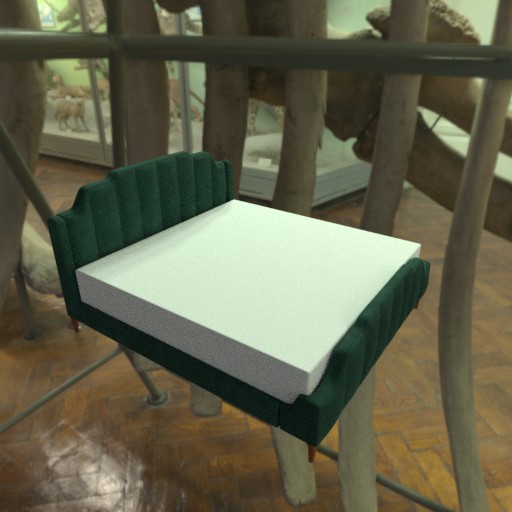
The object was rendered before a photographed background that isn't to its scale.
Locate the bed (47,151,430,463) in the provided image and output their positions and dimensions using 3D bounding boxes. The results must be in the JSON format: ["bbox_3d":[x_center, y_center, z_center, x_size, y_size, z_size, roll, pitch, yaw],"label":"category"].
[{"bbox_3d":[0.000,0.000,3.597,2.340,1.245,2.074,17,31,31],"label":"bed"}]
